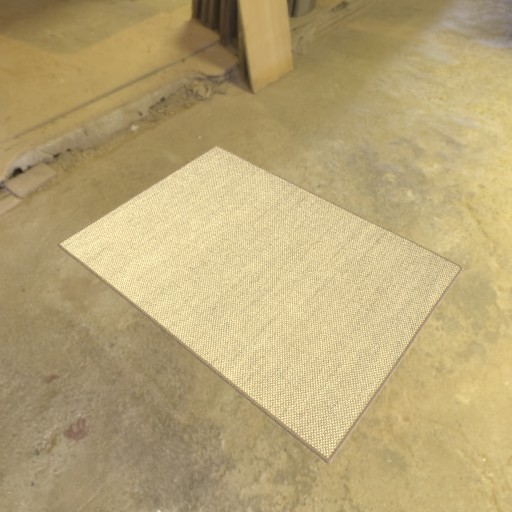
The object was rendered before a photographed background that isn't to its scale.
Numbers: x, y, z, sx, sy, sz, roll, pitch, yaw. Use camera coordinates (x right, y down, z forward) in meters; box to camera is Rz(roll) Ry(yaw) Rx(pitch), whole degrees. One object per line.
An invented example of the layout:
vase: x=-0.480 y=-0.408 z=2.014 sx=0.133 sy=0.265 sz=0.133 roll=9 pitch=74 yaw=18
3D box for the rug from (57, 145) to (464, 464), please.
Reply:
rug: x=0.000 y=0.000 z=2.809 sx=2.115 sy=0.013 sz=1.517 roll=32 pitch=54 yaw=26
